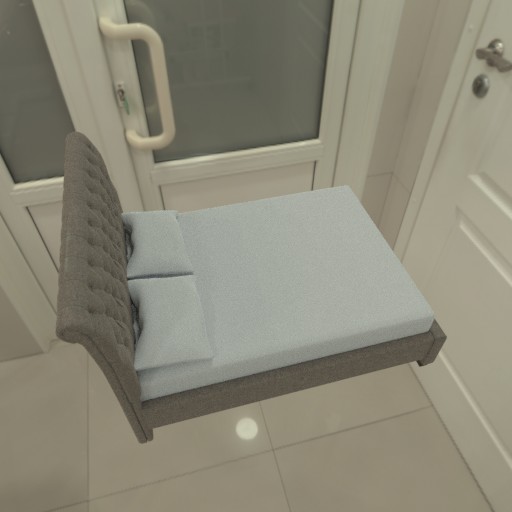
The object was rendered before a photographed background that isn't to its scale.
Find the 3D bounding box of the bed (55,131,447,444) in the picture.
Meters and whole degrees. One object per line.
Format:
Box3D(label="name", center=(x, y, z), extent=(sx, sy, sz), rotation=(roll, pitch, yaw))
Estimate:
Box3D(label="bed", center=(0.000, 0.000, 3.135), extent=(2.252, 1.371, 1.645), rotation=(-11, 47, -10))
